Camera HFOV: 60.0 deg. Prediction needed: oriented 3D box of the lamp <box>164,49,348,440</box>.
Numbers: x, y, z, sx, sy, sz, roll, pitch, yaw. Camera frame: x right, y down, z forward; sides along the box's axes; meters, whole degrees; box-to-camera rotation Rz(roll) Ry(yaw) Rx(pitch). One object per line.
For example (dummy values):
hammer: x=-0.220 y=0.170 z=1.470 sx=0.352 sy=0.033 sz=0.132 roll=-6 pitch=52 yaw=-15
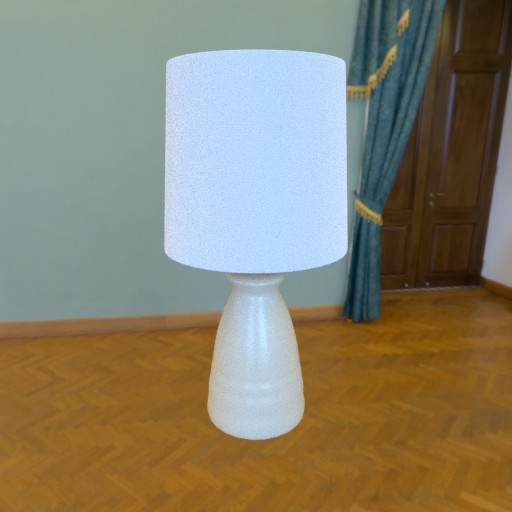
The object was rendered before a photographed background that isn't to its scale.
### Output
lamp: x=0.000 y=0.000 z=0.463 sx=0.186 sy=0.369 sz=0.186 roll=0 pitch=16 yaw=0
